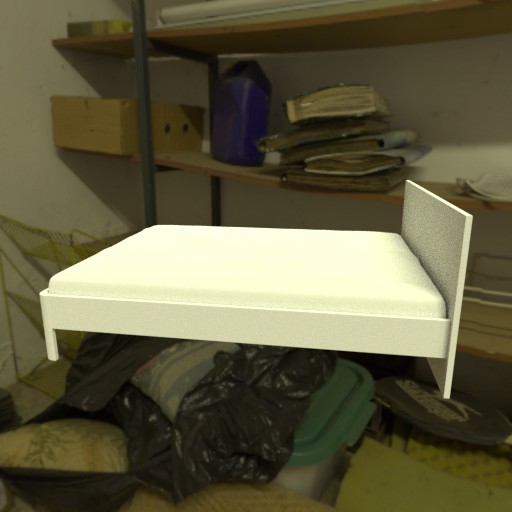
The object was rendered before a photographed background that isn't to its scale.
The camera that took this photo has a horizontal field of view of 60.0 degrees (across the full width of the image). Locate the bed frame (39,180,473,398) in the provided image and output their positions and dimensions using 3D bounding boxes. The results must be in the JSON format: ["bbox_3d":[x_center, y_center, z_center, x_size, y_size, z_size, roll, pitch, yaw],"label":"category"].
[{"bbox_3d":[0.000,0.000,2.683,1.950,0.800,1.490,2,15,9],"label":"bed frame"}]
